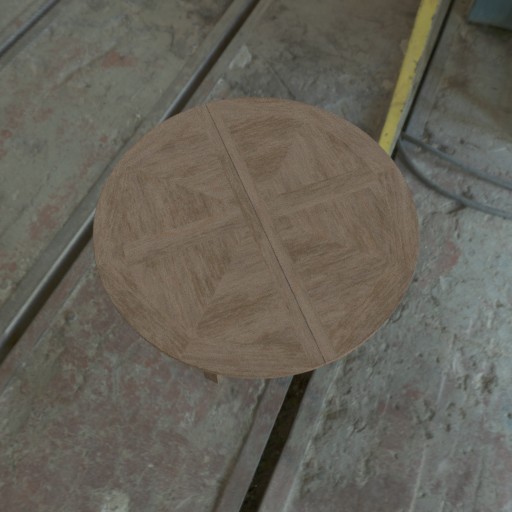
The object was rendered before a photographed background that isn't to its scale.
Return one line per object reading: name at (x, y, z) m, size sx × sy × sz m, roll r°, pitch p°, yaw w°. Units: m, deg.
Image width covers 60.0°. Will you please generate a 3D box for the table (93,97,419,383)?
table at (0.000, 0.000, 2.153) m, size 1.319 × 0.762 × 1.319 m, roll 0°, pitch 63°, yaw 0°
